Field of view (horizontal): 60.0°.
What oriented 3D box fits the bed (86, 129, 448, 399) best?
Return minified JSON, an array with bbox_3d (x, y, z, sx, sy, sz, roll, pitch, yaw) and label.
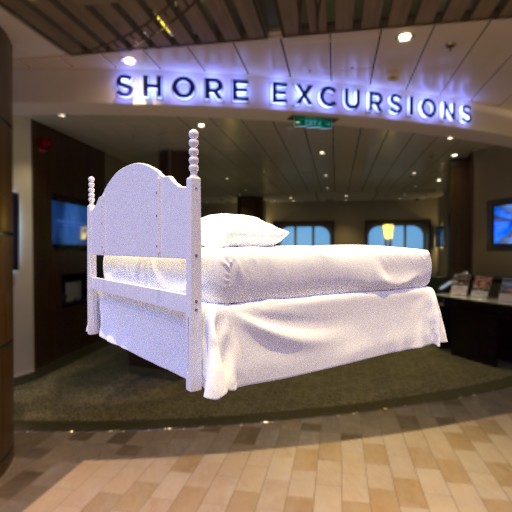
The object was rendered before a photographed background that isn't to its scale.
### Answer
[{"bbox_3d":[0.000,0.000,3.681,2.219,1.355,2.322,-1,1,-36],"label":"bed"}]
